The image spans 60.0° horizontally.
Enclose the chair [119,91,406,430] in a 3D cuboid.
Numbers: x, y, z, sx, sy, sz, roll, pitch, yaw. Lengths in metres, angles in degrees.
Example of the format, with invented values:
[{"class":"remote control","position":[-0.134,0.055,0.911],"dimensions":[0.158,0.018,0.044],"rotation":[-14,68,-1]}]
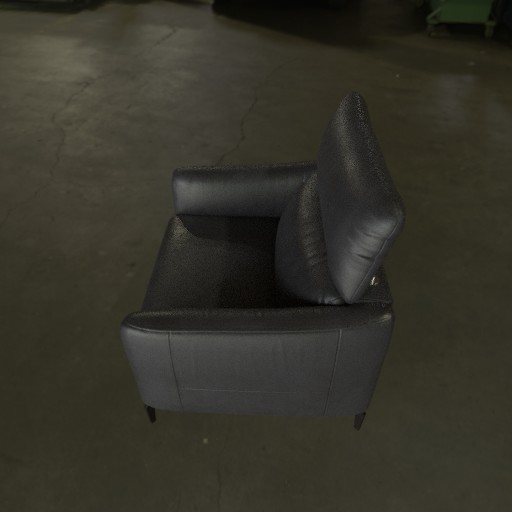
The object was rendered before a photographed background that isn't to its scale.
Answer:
[{"class":"chair","position":[0.000,0.000,1.646],"dimensions":[0.809,0.949,0.976],"rotation":[1,41,2]}]
